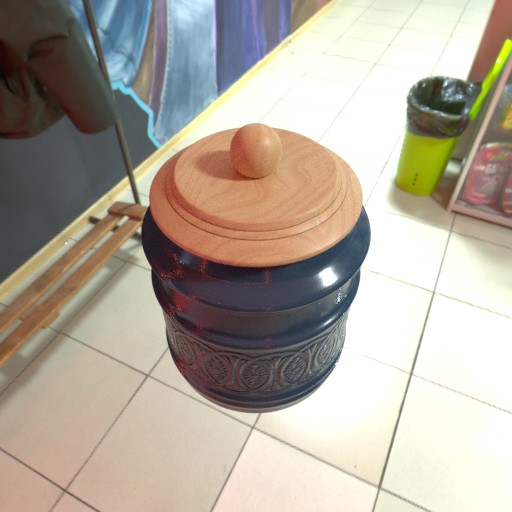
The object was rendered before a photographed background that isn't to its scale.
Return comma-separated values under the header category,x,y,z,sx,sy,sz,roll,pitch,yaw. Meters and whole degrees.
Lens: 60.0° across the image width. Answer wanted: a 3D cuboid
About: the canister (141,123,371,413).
category,x,y,z,sx,sy,sz,roll,pitch,yaw
canister,0.000,0.000,0.275,0.130,0.176,0.130,0,46,0
